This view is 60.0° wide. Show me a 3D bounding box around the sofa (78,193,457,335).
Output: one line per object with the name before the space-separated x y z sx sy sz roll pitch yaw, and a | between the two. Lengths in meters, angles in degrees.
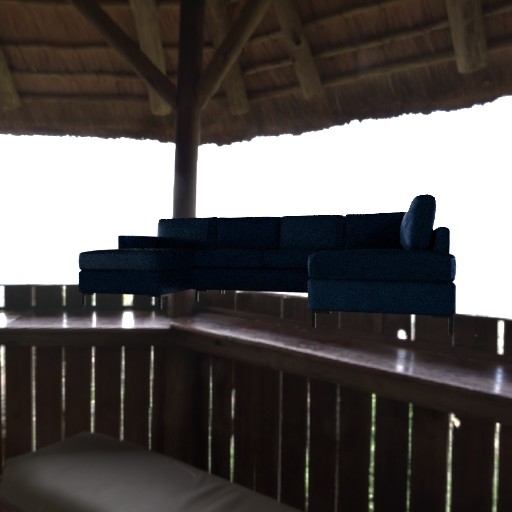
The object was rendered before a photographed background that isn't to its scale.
sofa | 0.000 0.000 4.390 3.434 0.992 2.055 0 1 18
